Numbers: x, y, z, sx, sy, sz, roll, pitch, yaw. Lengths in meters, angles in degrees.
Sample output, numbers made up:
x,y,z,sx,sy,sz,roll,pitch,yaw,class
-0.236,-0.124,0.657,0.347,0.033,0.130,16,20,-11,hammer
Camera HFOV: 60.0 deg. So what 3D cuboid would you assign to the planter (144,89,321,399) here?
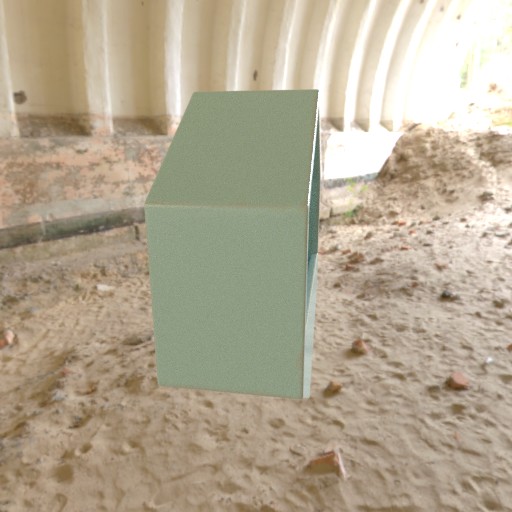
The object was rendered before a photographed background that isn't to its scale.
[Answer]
x,y,z,sx,sy,sz,roll,pitch,yaw,class
0.000,0.000,0.294,0.078,0.207,0.169,3,16,9,planter
